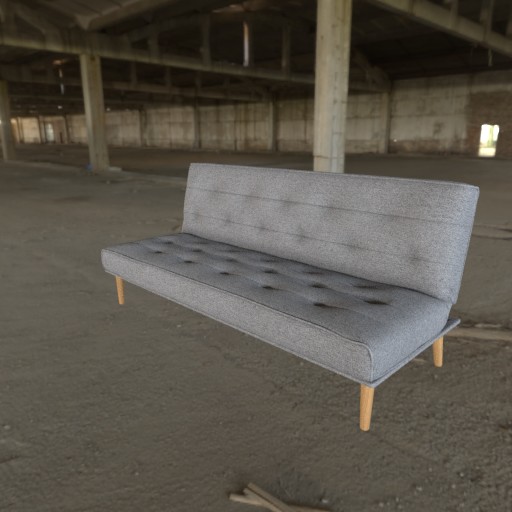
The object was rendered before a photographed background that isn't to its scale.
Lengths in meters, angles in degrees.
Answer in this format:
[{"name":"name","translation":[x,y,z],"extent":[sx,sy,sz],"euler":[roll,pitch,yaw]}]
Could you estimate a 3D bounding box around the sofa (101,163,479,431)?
[{"name":"sofa","translation":[0.000,0.000,2.267],"extent":[1.820,0.830,0.810],"euler":[15,21,43]}]
